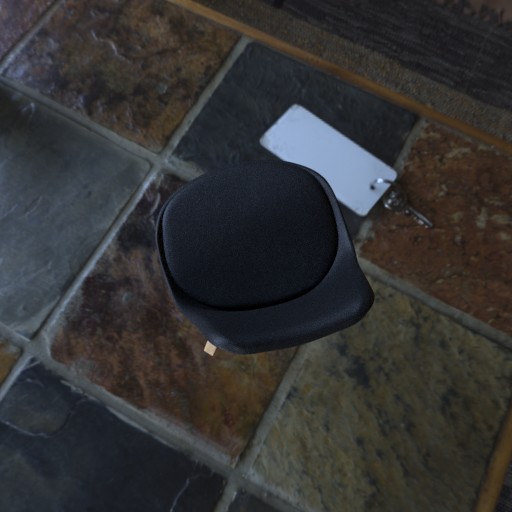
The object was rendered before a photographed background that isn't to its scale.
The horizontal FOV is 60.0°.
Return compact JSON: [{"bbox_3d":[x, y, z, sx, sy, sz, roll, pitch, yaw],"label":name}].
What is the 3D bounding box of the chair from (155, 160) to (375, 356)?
[{"bbox_3d":[0.000,0.000,1.181,0.485,0.850,0.549,-14,75,-4],"label":"chair"}]
